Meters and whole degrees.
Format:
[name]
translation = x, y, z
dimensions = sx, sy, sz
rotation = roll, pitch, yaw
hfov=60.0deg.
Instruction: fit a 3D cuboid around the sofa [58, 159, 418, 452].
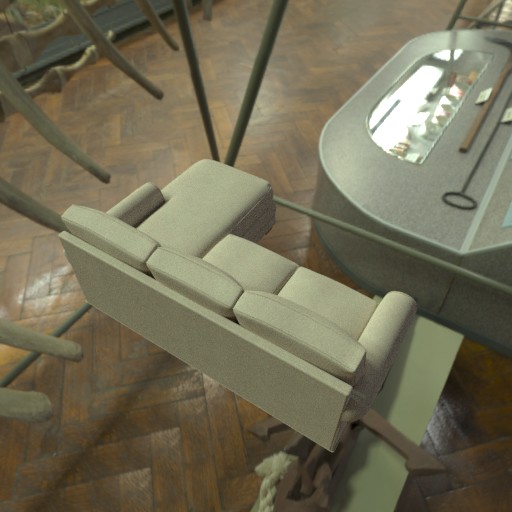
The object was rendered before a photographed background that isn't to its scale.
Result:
[sofa]
translation = 0.000, 0.000, 2.474
dimensions = 1.770, 0.734, 1.226
rotation = 25, 51, 22
